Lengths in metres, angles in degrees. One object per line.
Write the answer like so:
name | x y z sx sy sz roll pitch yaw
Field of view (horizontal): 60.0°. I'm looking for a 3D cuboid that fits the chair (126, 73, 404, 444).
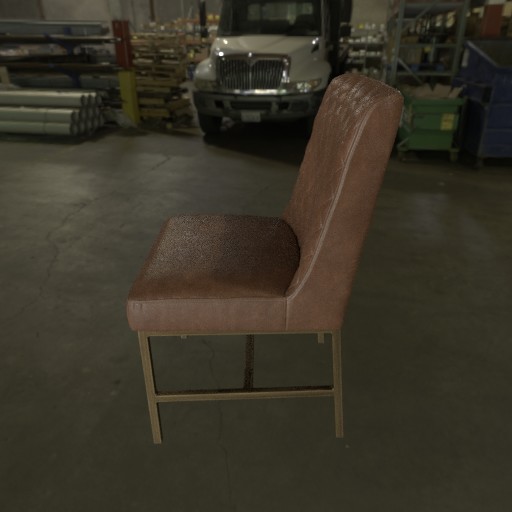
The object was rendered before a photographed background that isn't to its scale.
chair | 0.000 0.000 1.200 0.587 0.889 0.508 0 27 0
